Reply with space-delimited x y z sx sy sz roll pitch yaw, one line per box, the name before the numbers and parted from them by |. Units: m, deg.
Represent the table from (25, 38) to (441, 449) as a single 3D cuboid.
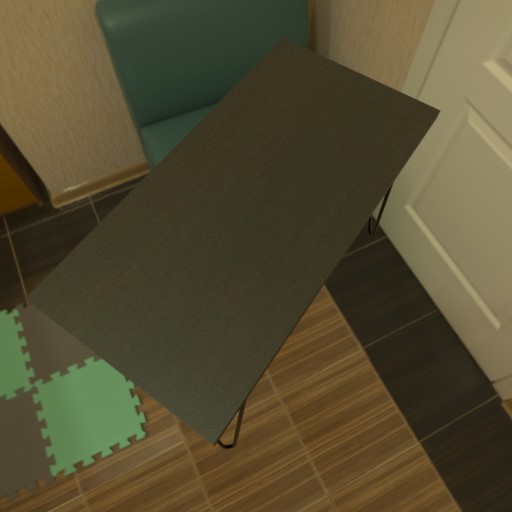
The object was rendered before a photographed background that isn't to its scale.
table | 0.000 0.000 1.347 0.499 0.660 0.991 32 68 15
